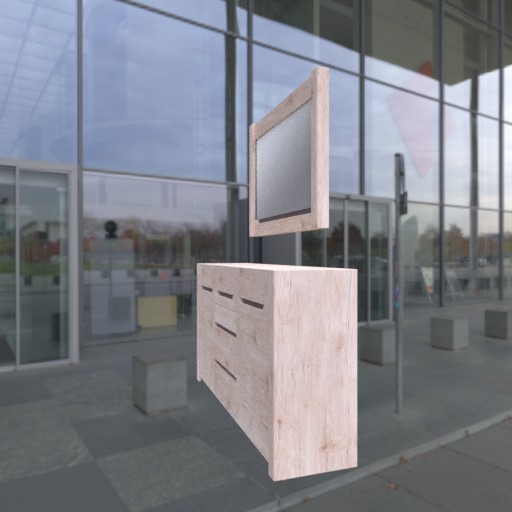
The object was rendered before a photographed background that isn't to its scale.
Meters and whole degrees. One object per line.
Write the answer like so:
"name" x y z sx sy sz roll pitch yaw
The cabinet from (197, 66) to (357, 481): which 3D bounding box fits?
"cabinet" 0.000 0.000 2.809 0.420 1.981 1.700 0 0 -19
